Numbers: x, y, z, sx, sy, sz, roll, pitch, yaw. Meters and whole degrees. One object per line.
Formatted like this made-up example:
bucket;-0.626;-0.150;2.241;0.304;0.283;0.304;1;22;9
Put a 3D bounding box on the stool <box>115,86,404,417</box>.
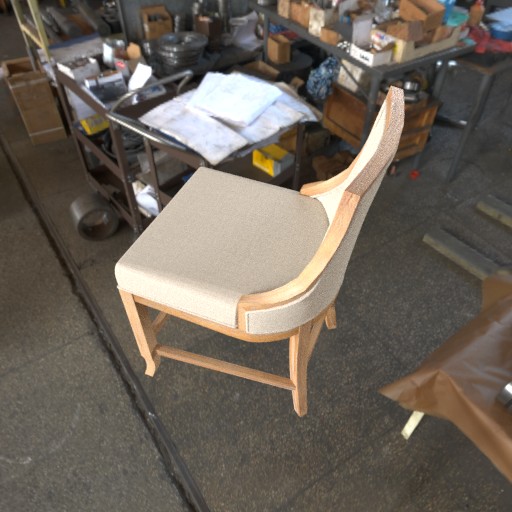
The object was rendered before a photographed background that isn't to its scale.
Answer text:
stool;0.000;0.000;1.306;0.626;0.938;0.524;16;48;15
